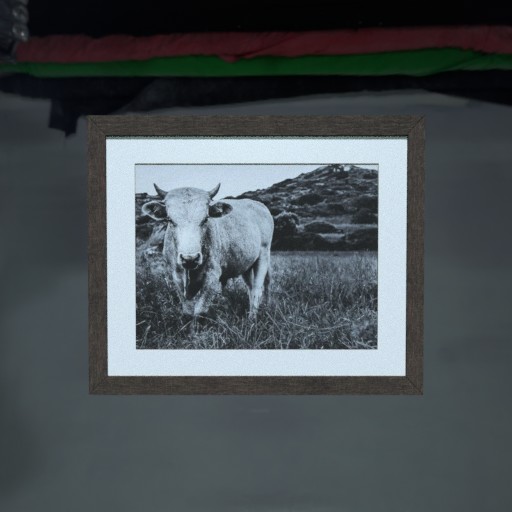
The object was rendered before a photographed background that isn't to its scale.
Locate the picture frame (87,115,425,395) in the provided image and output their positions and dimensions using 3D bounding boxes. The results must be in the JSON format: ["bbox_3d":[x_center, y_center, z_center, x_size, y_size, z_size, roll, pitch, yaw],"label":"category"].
[{"bbox_3d":[0.000,0.000,0.733,0.546,0.455,0.026,0,1,0],"label":"picture frame"}]
